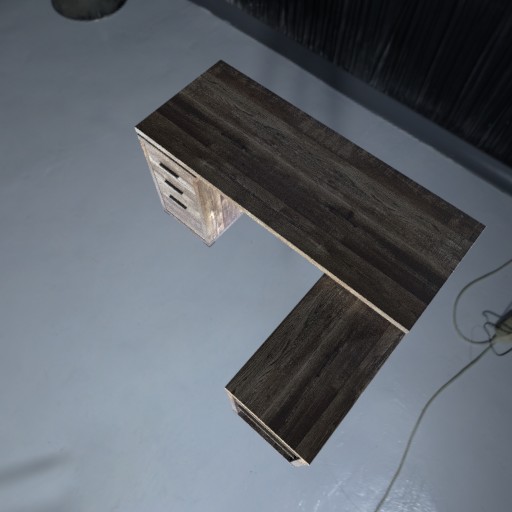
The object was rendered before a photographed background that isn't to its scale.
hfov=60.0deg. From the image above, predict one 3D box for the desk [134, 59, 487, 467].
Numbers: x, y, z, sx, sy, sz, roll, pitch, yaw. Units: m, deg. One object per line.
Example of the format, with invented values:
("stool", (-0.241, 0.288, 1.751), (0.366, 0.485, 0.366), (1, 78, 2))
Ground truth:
("desk", (0.000, 0.000, 2.220), (1.524, 0.753, 1.200), (38, 70, 17))
